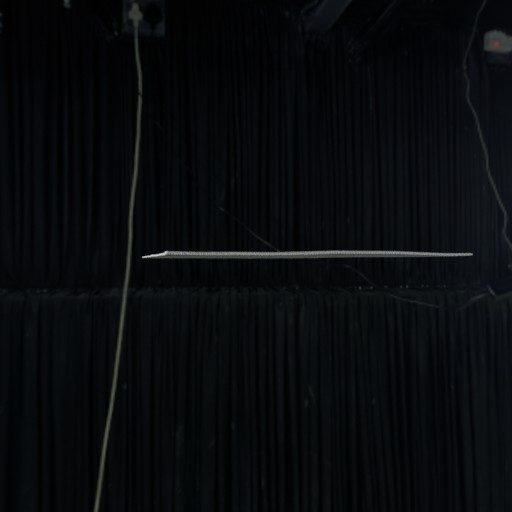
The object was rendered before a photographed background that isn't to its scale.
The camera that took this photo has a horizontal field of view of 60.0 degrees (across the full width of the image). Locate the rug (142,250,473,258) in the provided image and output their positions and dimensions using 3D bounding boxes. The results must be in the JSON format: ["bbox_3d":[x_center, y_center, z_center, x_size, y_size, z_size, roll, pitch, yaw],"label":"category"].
[{"bbox_3d":[0.000,0.000,1.086,0.511,0.008,0.869,0,-1,-16],"label":"rug"}]
